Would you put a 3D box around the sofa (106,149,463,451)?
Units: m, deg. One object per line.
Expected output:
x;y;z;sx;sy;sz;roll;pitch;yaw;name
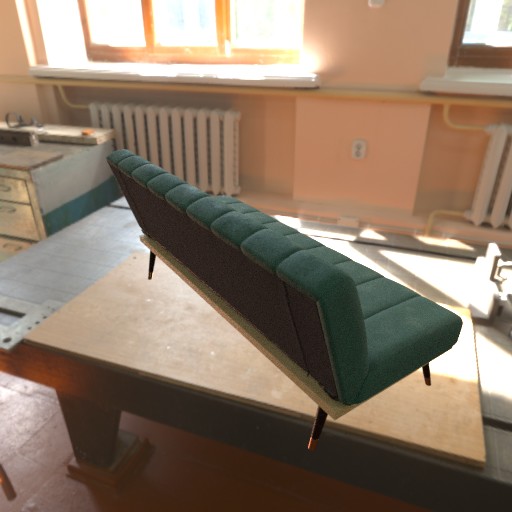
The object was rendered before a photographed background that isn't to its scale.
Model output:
0.000;0.000;2.219;0.830;0.820;1.810;-17;32;-30;sofa
